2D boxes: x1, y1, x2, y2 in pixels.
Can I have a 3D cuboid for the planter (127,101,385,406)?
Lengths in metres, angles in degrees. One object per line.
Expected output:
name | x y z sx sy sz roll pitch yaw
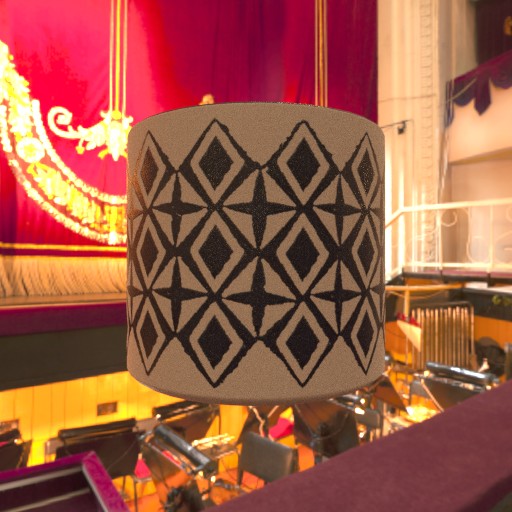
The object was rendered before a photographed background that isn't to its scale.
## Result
planter | 0.000 0.000 0.283 0.159 0.144 0.159 0 0 0
